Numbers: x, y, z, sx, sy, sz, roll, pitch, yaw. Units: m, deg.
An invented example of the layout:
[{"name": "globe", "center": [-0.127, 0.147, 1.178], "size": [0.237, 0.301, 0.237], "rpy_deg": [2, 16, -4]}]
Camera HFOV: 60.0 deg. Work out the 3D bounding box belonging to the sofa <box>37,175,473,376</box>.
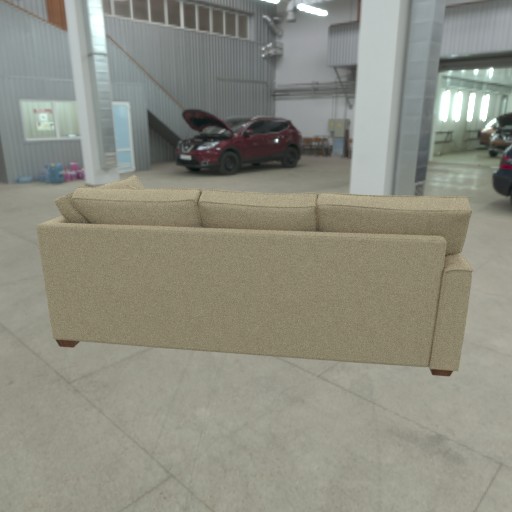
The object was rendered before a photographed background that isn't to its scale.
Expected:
[{"name": "sofa", "center": [0.000, 0.000, 2.843], "size": [2.317, 0.962, 1.061], "rpy_deg": [3, 18, 8]}]
